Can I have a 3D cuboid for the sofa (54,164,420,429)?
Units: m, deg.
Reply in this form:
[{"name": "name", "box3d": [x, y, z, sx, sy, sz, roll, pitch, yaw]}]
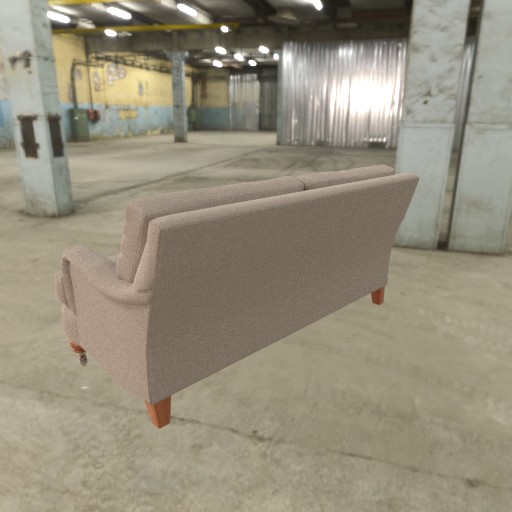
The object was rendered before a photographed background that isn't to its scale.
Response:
[{"name": "sofa", "box3d": [0.000, 0.000, 2.786, 1.087, 1.054, 2.160, 16, 23, 42]}]
